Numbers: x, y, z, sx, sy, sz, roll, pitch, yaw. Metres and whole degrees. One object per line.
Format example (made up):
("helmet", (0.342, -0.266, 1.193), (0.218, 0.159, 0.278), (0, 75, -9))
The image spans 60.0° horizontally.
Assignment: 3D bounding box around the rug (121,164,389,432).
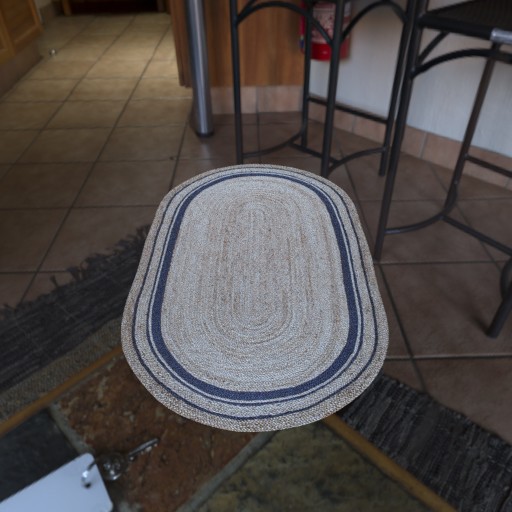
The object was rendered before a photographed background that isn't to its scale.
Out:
("rug", (0.000, 0.000, 2.928), (1.520, 0.006, 2.432), (1, 41, 1))
